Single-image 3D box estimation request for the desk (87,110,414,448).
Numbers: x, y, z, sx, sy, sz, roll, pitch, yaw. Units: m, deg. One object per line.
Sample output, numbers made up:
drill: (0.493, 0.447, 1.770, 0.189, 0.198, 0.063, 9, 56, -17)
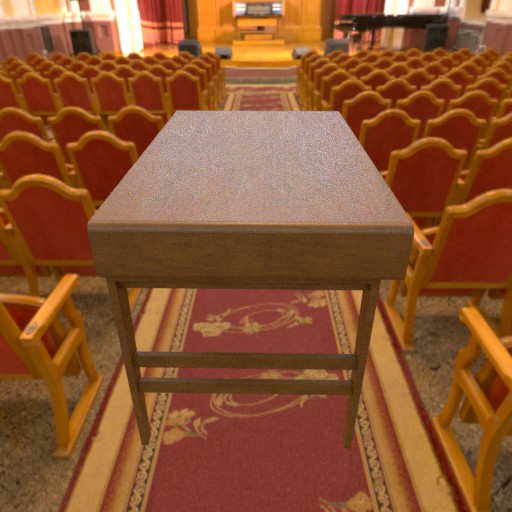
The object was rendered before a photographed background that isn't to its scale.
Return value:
desk: (0.000, 0.000, 1.531, 0.660, 0.754, 1.066, 1, 30, 1)
